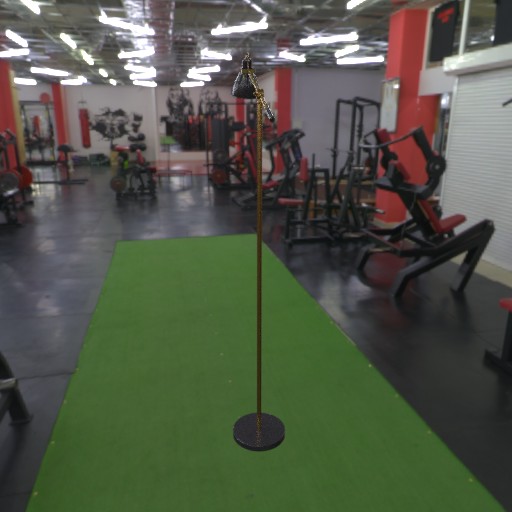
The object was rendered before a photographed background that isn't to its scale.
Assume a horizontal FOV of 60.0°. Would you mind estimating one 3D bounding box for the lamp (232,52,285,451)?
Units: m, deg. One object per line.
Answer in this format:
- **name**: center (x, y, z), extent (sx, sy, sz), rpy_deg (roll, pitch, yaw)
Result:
- **lamp**: center (0.000, 0.000, 1.860), extent (0.235, 1.628, 0.618), rpy_deg (-3, 16, -9)
